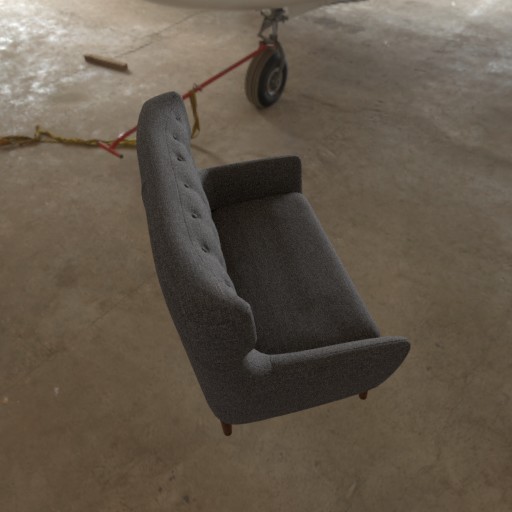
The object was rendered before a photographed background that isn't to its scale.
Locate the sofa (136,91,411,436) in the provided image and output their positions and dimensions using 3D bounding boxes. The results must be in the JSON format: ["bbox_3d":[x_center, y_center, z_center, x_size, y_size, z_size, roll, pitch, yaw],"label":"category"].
[{"bbox_3d":[0.000,0.000,2.031,0.874,1.028,1.358,-11,47,-10],"label":"sofa"}]
